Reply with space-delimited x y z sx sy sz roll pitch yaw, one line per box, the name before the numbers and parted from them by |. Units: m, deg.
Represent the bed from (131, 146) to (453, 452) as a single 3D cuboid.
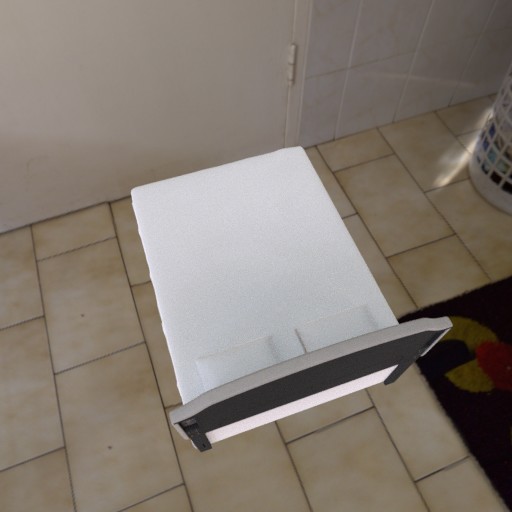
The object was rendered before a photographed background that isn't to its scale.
bed | 0.000 0.000 3.071 1.558 1.270 1.999 -16 60 -10
